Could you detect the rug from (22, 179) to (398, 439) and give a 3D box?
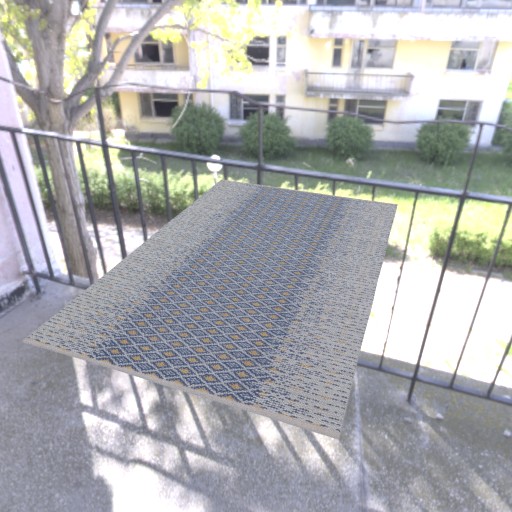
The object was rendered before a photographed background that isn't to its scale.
[{"bbox_3d":[0.000,0.000,2.240,1.219,0.005,1.828,11,32,18],"label":"rug"}]
